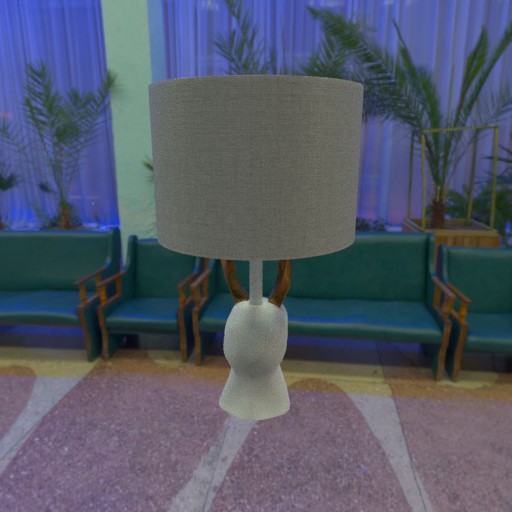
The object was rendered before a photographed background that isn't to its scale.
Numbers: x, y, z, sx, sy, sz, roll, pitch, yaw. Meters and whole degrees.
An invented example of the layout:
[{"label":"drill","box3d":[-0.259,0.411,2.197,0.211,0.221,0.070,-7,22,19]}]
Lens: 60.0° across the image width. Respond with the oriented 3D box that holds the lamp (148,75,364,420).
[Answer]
[{"label":"lamp","box3d":[0.000,0.000,0.694,0.298,0.503,0.298,2,15,9]}]
